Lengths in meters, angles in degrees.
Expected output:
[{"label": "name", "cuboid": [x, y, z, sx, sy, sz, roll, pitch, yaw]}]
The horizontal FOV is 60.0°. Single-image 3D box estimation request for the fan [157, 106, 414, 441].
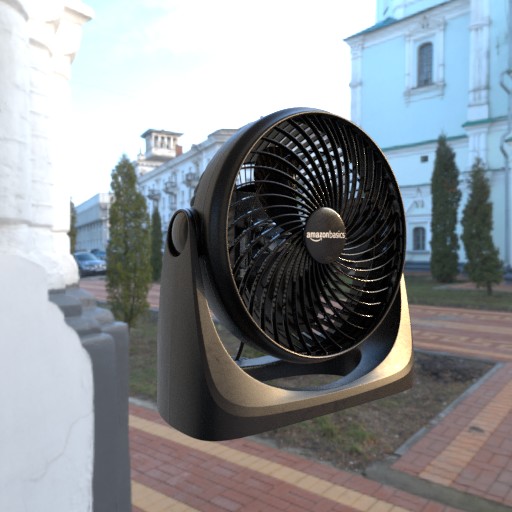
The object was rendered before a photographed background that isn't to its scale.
[{"label": "fan", "cuboid": [0.000, 0.000, 0.499, 0.273, 0.277, 0.256, -1, 1, -35]}]
